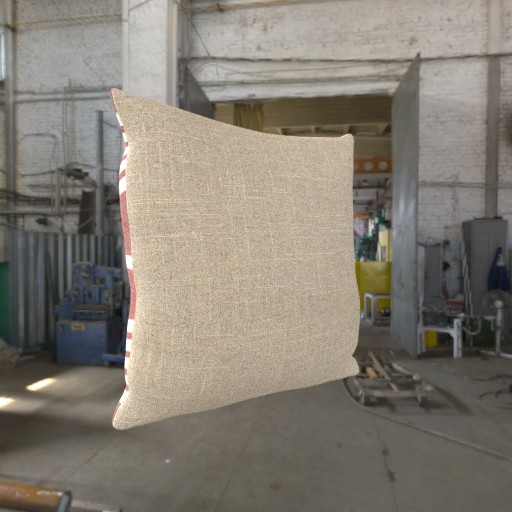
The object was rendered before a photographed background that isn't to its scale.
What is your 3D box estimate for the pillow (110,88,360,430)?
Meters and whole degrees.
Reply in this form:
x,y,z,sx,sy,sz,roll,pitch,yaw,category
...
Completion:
x,y,z,sx,sy,sz,roll,pitch,yaw,category
0.000,0.000,0.669,0.439,0.427,0.182,-1,1,-36,pillow
